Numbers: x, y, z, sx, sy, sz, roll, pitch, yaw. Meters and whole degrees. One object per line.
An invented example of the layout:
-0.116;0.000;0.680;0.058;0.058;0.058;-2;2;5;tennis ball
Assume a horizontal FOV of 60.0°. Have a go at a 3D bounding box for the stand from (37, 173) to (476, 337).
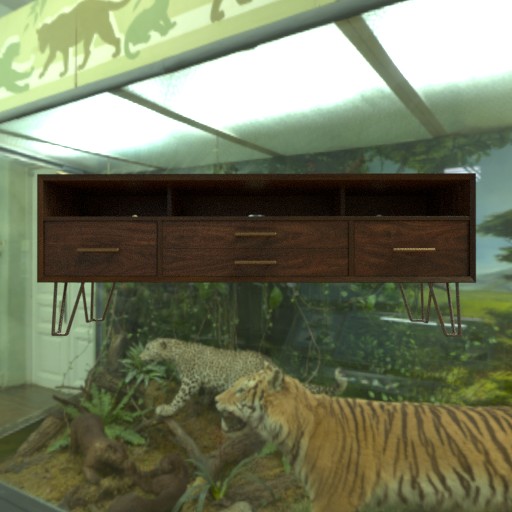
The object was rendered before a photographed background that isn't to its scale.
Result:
0.000;0.000;1.861;1.626;0.610;0.481;0;0;1;stand
